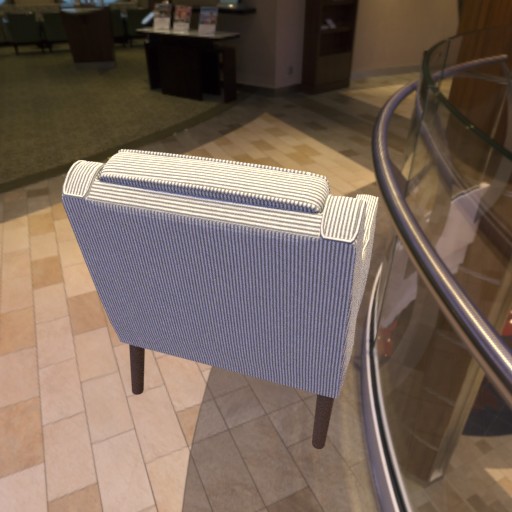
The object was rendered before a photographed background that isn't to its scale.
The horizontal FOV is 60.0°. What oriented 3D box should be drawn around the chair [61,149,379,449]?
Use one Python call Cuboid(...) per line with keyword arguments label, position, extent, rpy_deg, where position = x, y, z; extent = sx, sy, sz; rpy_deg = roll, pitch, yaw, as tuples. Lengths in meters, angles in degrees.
Cuboid(label="chair", position=(0.000, 0.000, 1.343), extent=(0.663, 0.792, 0.743), rpy_deg=(10, 34, 16))
